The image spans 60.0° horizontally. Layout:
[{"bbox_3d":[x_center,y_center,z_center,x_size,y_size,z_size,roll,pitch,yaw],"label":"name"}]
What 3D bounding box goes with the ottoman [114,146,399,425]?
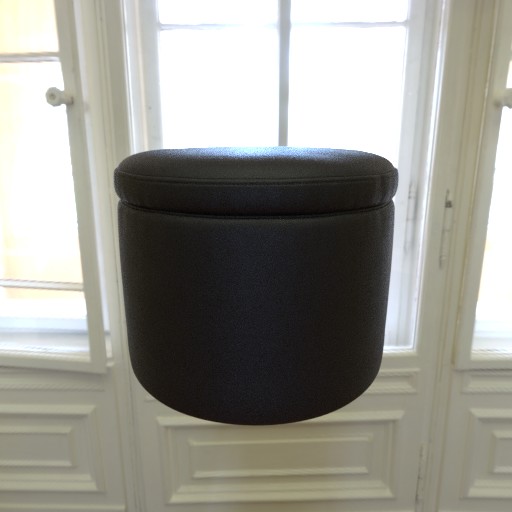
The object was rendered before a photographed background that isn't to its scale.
[{"bbox_3d":[0.000,0.000,0.857,0.501,0.409,0.501,0,15,0],"label":"ottoman"}]
